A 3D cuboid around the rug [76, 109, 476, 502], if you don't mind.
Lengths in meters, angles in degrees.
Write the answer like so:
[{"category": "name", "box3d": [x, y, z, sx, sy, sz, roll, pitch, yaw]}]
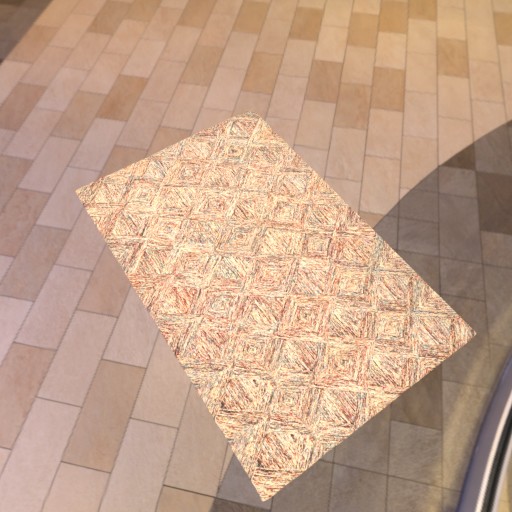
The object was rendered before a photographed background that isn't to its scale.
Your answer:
[{"category": "rug", "box3d": [0.000, 0.000, 2.147, 1.143, 0.014, 1.761, -30, 64, -17]}]
